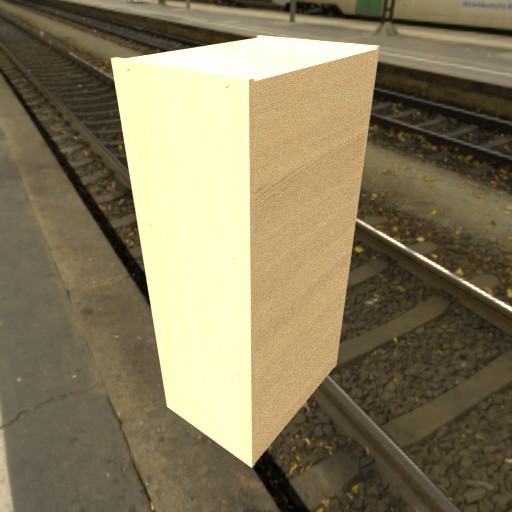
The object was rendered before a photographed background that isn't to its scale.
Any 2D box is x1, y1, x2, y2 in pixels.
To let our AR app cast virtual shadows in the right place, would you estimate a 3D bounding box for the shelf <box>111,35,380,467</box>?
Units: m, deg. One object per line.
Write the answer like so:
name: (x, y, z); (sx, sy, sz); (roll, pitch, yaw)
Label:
shelf: (0.000, 0.000, 1.038); (0.292, 0.876, 0.417); (22, 39, 31)
